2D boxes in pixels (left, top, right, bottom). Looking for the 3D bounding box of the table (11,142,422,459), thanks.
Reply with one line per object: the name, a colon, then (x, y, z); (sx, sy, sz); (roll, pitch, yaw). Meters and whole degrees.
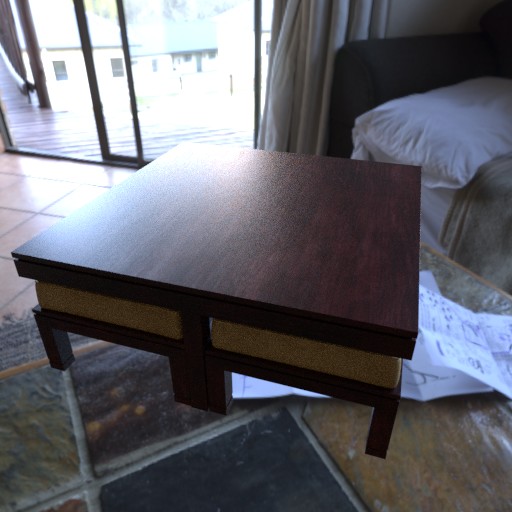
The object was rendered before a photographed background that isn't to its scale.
table: (0.000, 0.000, 1.314); (0.865, 0.356, 0.865); (10, 33, 15)
